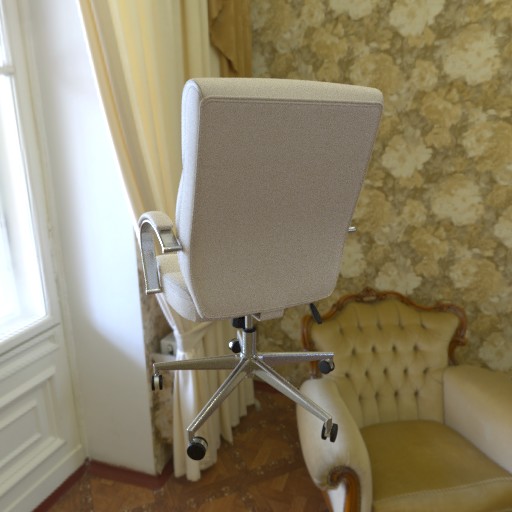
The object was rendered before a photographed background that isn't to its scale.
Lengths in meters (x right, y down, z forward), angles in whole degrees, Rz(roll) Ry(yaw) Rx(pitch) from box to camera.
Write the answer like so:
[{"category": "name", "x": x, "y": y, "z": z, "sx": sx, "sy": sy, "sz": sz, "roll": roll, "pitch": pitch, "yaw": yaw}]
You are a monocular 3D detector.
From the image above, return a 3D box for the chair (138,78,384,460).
[{"category": "chair", "x": 0.000, "y": 0.000, "z": 1.556, "sx": 0.727, "sy": 1.099, "sz": 0.745, "roll": -7, "pitch": 17, "yaw": -25}]
